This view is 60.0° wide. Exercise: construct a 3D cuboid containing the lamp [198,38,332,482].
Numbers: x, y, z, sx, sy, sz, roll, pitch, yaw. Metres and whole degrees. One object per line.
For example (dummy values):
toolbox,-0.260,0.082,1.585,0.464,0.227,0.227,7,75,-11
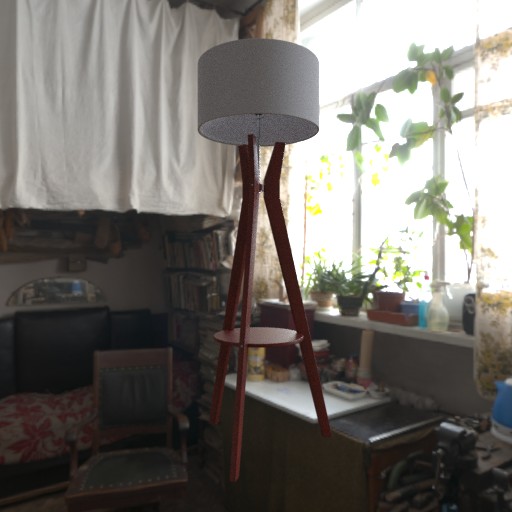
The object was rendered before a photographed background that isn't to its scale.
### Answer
lamp,0.000,0.000,1.702,0.539,1.472,0.542,0,0,17
